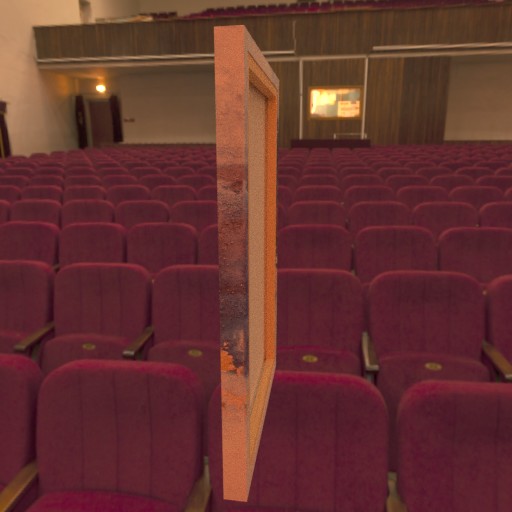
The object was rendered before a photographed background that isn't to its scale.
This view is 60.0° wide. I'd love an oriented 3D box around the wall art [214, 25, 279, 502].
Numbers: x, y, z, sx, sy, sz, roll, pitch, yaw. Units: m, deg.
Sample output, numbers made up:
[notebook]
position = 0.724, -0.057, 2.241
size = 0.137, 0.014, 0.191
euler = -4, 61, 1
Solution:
[wall art]
position = 0.000, 0.000, 1.070
size = 0.048, 0.874, 0.583
euler = 2, 14, 8
